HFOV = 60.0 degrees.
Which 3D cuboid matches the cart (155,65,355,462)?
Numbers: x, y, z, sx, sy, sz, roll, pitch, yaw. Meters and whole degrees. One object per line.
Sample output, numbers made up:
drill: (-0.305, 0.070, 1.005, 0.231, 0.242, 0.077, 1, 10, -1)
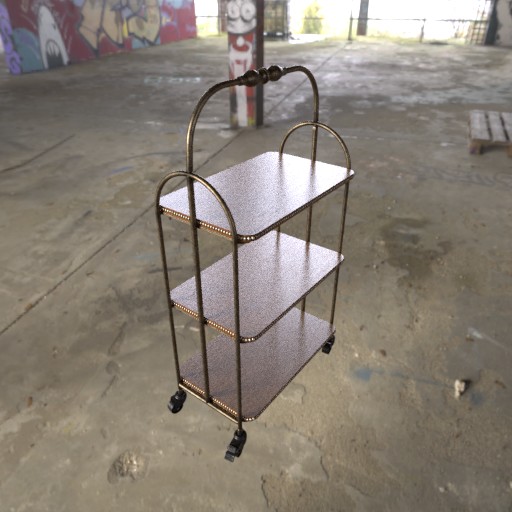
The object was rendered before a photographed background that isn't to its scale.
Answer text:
cart: (0.000, 0.000, 1.338, 0.330, 1.052, 0.650, 21, 37, 31)
